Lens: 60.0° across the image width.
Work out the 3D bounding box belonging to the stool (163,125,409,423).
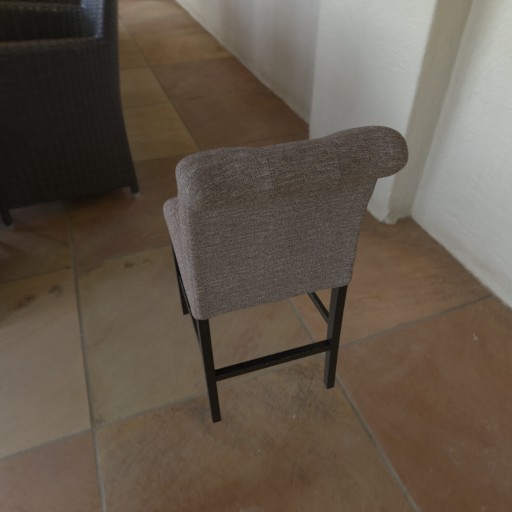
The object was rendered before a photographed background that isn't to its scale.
[{"bbox_3d":[0.000,0.000,1.311,0.457,0.970,0.611,-12,43,-13],"label":"stool"}]
